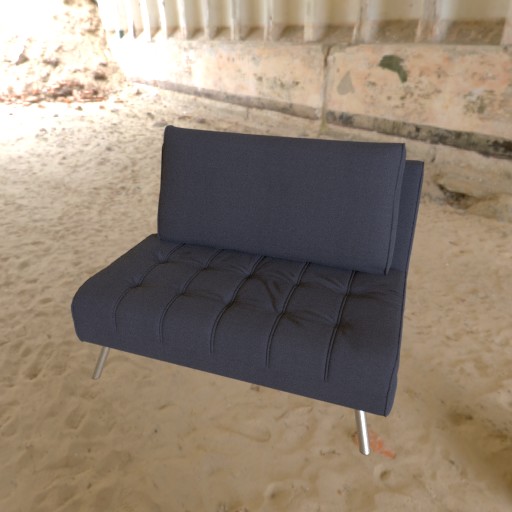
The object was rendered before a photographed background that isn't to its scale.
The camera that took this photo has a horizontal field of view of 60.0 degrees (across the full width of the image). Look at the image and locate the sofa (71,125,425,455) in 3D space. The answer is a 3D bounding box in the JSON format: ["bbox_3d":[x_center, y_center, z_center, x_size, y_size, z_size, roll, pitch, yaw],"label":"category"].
[{"bbox_3d":[0.000,0.000,1.836,1.220,0.910,0.910,9,28,17],"label":"sofa"}]
